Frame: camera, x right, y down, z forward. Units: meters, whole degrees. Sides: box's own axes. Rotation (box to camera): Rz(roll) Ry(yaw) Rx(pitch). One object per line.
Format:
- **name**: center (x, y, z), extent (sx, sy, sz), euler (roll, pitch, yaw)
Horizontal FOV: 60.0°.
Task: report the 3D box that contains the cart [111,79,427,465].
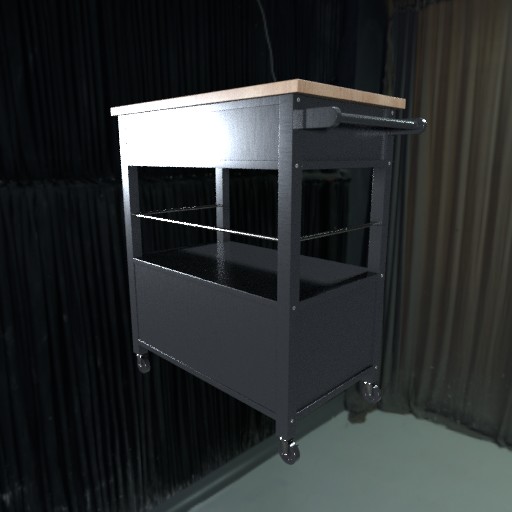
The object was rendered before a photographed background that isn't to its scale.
- **cart**: center (0.000, 0.000, 1.371), extent (0.840, 0.901, 0.459), euler (12, 18, 43)
